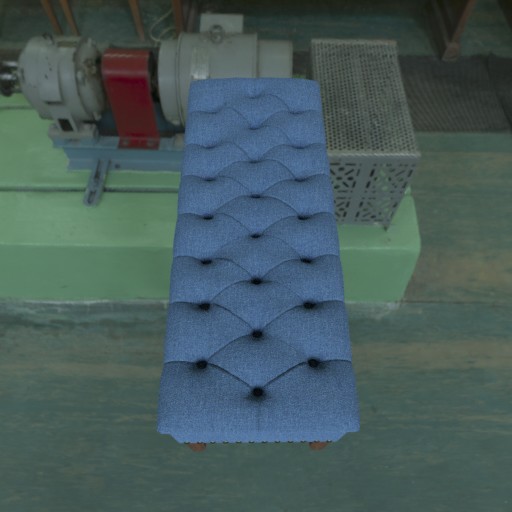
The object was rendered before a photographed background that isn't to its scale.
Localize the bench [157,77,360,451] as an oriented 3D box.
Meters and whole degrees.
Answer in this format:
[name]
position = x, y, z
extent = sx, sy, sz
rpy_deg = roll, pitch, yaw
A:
[bench]
position = 0.000, 0.000, 1.323
extent = 0.417, 0.492, 1.052
rpy_deg = 0, 60, 0
